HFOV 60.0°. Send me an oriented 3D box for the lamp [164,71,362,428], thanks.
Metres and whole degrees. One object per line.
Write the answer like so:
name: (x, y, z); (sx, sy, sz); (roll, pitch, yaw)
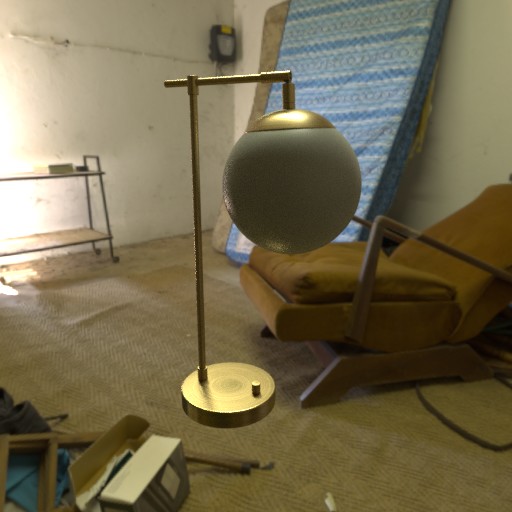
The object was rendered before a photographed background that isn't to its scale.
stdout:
lamp: (0.000, 0.000, 0.720); (0.324, 0.559, 0.207); (7, 16, 25)
